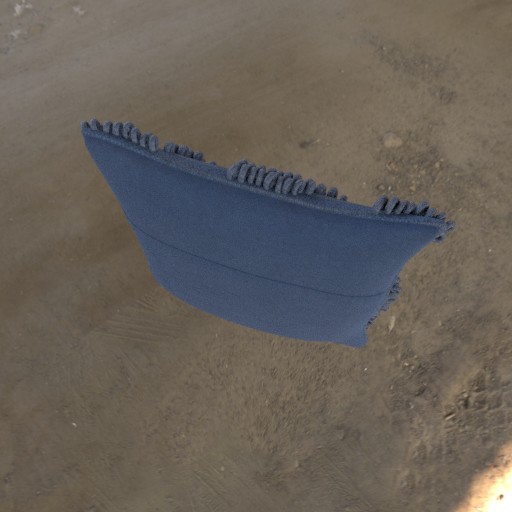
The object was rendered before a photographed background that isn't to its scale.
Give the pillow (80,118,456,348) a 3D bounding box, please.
[{"bbox_3d":[0.000,0.000,0.719,0.469,0.466,0.172,17,65,8],"label":"pillow"}]
